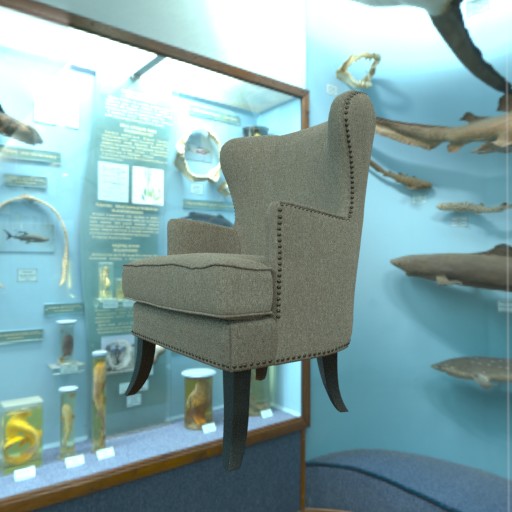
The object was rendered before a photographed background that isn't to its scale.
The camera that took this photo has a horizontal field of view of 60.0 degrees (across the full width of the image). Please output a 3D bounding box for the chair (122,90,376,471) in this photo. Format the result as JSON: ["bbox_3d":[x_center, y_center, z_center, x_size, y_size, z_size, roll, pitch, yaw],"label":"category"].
[{"bbox_3d":[0.000,0.000,1.595,0.758,1.060,0.759,0,0,-35],"label":"chair"}]
